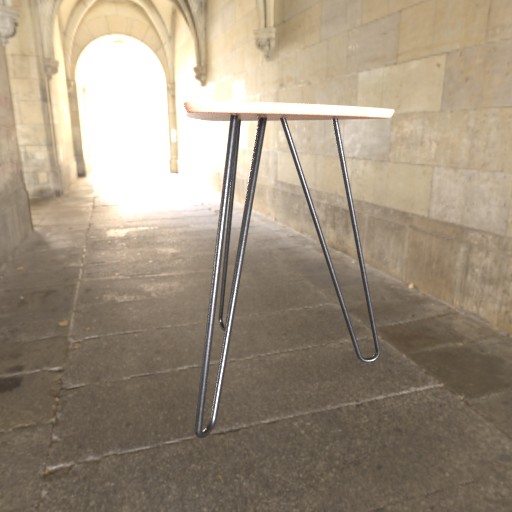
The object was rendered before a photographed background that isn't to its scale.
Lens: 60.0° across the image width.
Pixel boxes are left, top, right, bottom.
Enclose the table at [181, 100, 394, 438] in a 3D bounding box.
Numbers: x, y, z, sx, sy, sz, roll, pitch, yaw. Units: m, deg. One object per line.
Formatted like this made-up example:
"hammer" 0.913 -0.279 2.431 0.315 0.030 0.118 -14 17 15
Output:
"table" 0.000 0.000 0.888 0.442 0.564 0.455 8 17 26
